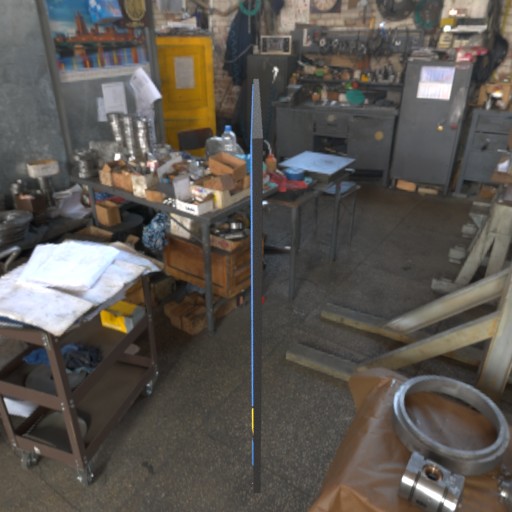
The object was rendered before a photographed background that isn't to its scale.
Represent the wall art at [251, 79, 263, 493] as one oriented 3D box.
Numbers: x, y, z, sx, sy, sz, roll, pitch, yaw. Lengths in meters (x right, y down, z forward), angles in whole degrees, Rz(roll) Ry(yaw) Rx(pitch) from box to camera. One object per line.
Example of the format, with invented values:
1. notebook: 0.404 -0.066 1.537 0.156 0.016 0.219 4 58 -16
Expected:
1. wall art: 0.000 0.000 0.977 0.015 0.663 0.664 0 27 0
